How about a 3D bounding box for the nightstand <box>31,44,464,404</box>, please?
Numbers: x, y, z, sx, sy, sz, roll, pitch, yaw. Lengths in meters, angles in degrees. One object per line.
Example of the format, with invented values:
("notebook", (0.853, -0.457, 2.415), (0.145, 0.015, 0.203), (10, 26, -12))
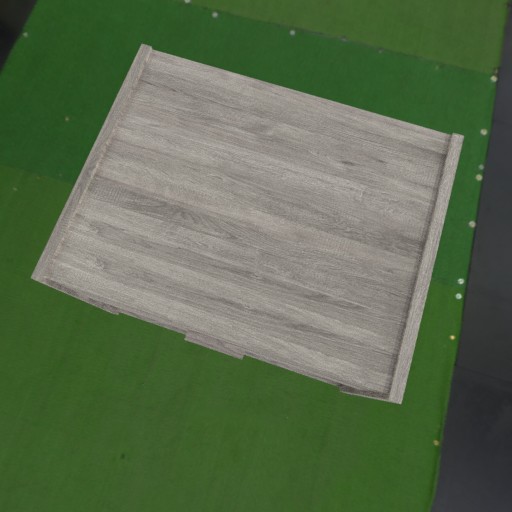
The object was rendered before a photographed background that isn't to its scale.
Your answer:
("nightstand", (0.000, 0.000, 0.826), (0.480, 0.500, 0.380), (18, 76, 5))
